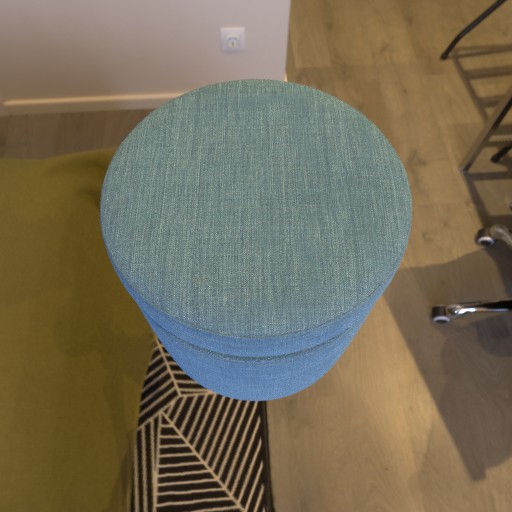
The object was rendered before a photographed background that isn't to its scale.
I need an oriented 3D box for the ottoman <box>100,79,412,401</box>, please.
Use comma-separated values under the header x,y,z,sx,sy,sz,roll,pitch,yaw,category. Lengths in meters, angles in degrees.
x,y,z,sx,sy,sz,roll,pitch,yaw,category
0.000,0.000,0.724,0.398,0.406,0.398,0,63,0,ottoman
